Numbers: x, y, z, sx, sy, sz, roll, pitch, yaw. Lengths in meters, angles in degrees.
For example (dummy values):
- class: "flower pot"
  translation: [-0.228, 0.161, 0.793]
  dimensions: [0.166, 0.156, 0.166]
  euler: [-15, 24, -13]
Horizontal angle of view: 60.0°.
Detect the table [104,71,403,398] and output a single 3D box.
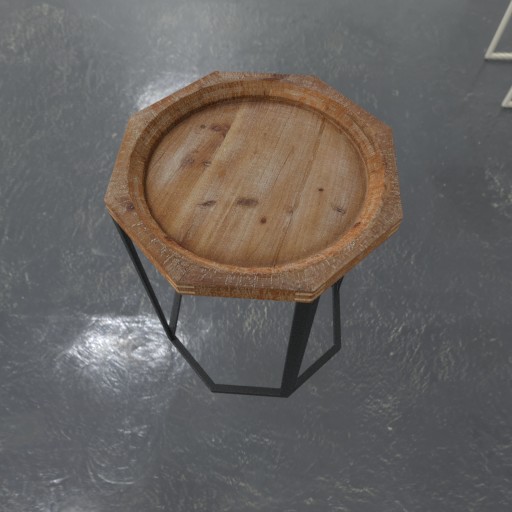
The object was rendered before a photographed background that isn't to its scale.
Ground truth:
- class: "table"
  translation: [0.000, 0.000, 0.901]
  dimensions: [0.458, 0.543, 0.458]
  euler: [-16, 60, -9]
